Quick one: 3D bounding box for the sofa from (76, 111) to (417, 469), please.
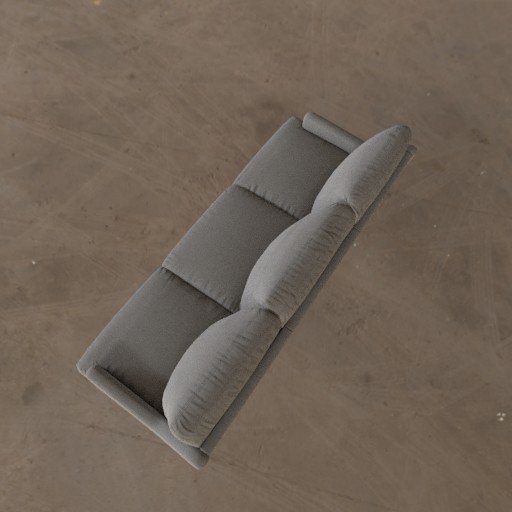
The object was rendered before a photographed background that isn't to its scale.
[{"bbox_3d":[0.000,0.000,2.816,0.987,0.926,2.344,32,68,15],"label":"sofa"}]
